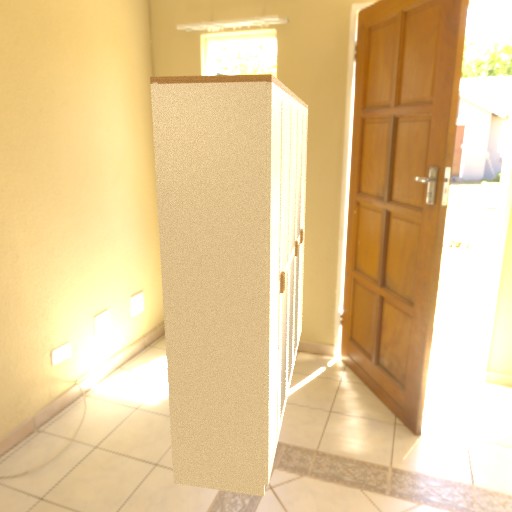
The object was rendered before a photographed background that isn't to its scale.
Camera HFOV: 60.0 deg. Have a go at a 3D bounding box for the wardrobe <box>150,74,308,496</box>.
[{"bbox_3d":[0.000,0.000,3.316,0.590,2.260,2.160,3,15,10],"label":"wardrobe"}]
